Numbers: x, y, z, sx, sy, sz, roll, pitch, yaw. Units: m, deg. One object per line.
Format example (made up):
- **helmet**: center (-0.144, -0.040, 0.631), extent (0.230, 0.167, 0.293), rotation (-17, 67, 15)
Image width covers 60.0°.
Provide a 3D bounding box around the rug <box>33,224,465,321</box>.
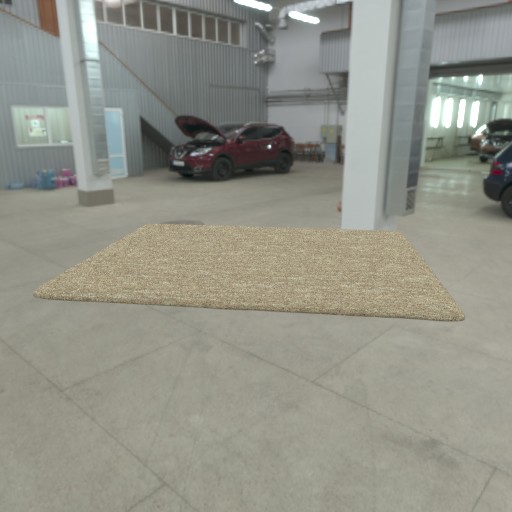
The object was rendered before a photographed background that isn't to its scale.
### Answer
- **rug**: center (0.000, 0.000, 3.853), extent (2.873, 0.050, 2.242), rotation (2, 17, 7)
